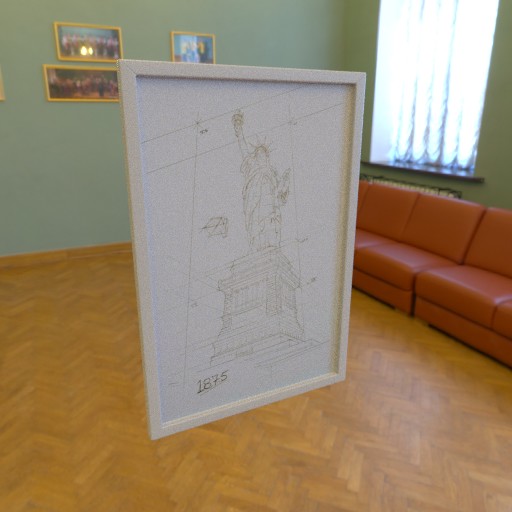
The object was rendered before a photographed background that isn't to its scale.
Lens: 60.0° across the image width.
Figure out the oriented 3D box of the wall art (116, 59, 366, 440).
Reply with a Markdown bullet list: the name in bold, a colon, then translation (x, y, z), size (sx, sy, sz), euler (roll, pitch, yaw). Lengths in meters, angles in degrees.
- **wall art**: translation (0.000, 0.000, 1.033), size (0.556, 0.813, 0.026), euler (-9, 19, -25)
